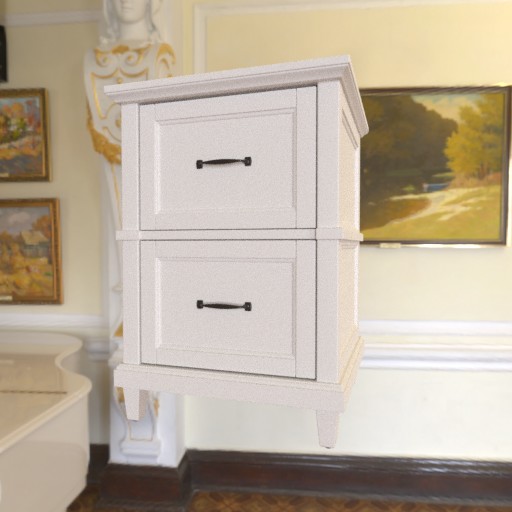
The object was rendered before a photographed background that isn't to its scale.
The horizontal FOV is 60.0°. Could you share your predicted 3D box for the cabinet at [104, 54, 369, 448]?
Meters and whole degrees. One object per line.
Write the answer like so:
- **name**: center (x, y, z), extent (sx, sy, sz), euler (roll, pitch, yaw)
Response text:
- **cabinet**: center (0.000, 0.000, 1.183), extent (0.544, 0.775, 0.547), euler (0, 2, 18)
